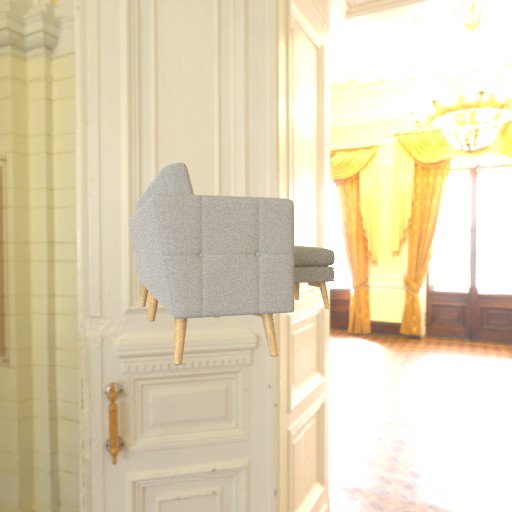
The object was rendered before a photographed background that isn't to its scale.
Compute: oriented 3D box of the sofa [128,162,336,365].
[{"bbox_3d":[0.000,0.000,2.920,1.530,0.860,2.040,-1,2,-19],"label":"sofa"}]
